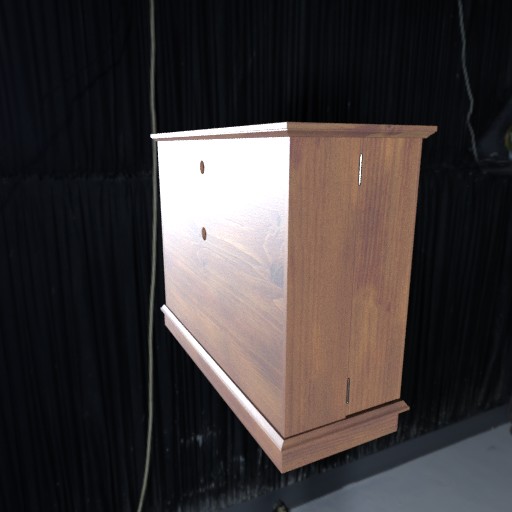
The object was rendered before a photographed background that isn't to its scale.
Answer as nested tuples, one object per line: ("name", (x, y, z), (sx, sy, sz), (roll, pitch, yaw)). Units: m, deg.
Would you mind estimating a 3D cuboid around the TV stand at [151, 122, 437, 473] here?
("TV stand", (0.000, 0.000, 1.501), (0.406, 0.813, 1.067), (-7, 16, -26))
